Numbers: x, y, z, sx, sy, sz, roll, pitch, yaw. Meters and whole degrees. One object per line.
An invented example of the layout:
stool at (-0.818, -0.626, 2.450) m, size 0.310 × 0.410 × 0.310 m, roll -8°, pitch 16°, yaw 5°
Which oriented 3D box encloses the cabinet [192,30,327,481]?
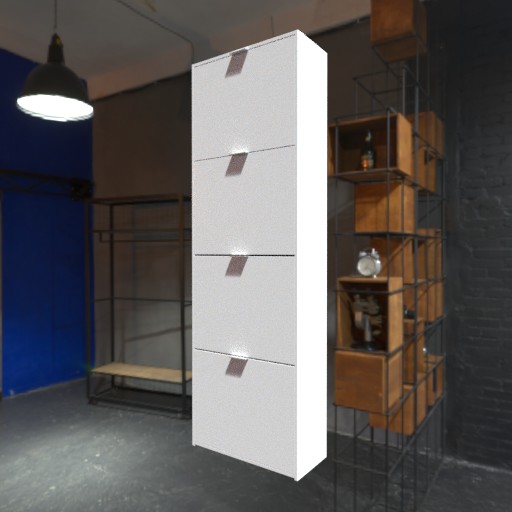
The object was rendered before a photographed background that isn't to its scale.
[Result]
cabinet at (0.000, 0.000, 1.837) m, size 0.520 × 1.630 × 0.255 m, roll 0°, pitch 1°, yaw 35°
